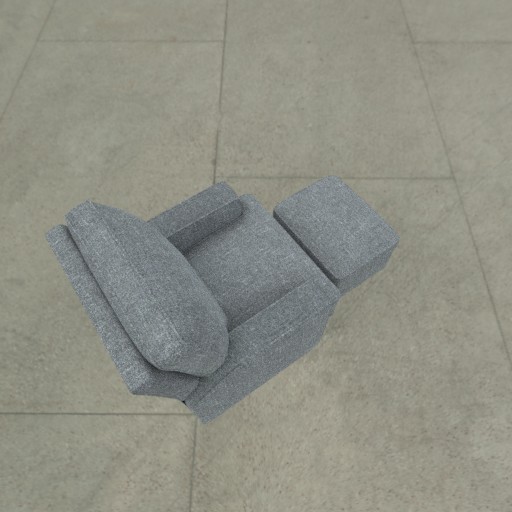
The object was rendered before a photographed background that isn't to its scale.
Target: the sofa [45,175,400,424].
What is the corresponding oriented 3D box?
[{"bbox_3d":[0.000,0.000,2.064,1.472,0.959,0.861,-31,63,-18],"label":"sofa"}]
